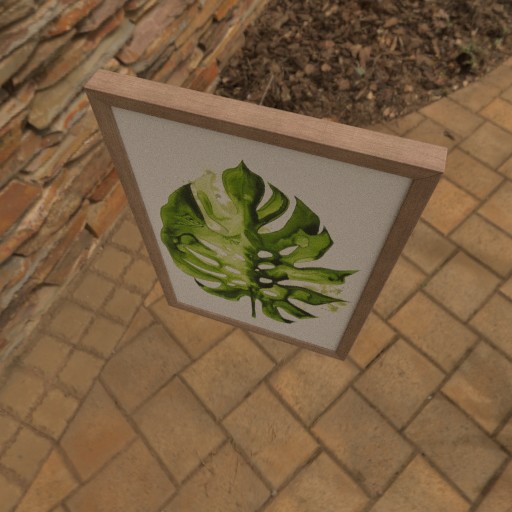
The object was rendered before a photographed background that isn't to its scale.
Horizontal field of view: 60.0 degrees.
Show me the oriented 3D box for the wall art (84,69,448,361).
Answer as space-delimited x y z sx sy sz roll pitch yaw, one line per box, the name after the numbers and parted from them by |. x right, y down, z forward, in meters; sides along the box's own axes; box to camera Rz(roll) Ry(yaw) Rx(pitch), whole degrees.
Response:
0.000 0.000 0.639 0.356 0.509 0.031 16 60 10 | wall art
